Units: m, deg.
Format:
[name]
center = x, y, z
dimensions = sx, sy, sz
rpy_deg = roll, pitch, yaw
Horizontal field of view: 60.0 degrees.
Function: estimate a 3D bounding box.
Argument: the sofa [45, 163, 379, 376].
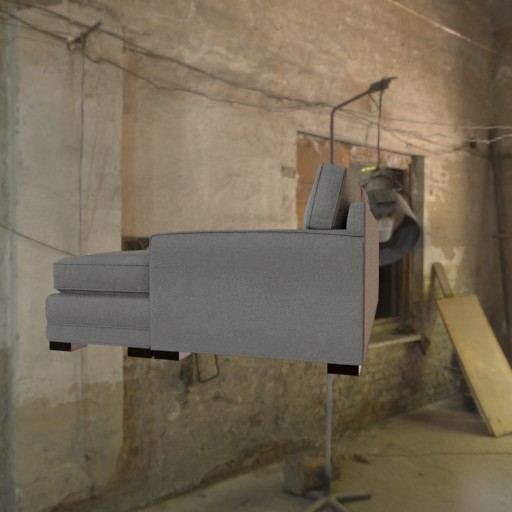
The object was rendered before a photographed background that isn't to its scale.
[sofa]
center = 0.000, 0.000, 2.890
dimensions = 1.496, 0.861, 2.087
rpy_deg = 0, 2, 17
